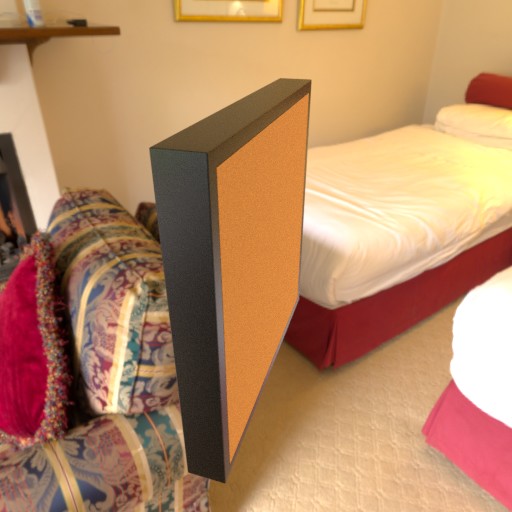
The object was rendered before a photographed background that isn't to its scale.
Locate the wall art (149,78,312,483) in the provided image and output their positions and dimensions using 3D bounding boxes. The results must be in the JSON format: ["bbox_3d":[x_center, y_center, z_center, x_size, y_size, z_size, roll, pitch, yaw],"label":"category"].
[{"bbox_3d":[0.000,0.000,0.451,0.037,0.299,0.299,9,31,15],"label":"wall art"}]
